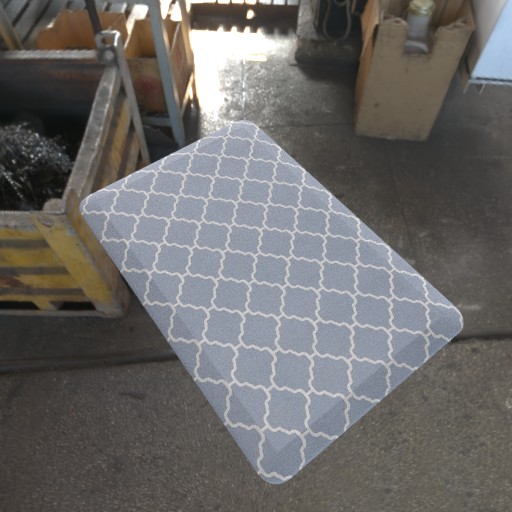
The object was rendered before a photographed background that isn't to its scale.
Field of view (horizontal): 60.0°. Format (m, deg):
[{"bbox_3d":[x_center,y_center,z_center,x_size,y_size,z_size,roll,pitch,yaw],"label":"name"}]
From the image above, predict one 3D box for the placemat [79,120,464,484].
[{"bbox_3d":[0.000,0.000,0.963,0.508,0.021,0.762,-32,63,-19],"label":"placemat"}]
